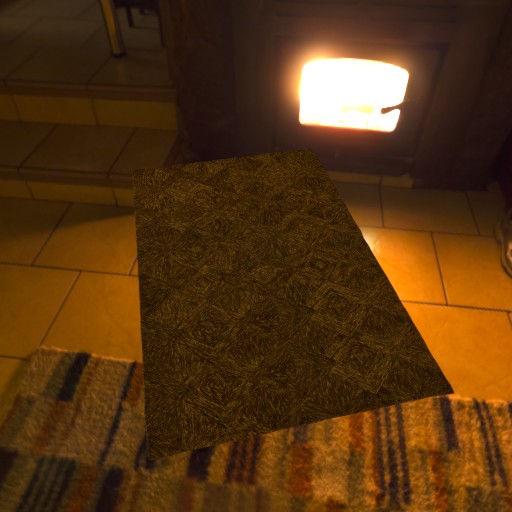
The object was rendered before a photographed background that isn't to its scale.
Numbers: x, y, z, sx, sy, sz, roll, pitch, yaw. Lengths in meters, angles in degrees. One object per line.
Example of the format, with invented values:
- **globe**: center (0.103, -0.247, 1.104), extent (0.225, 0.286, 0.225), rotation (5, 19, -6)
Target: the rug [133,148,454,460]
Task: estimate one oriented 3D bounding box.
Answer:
- **rug**: center (0.000, 0.000, 2.258), extent (1.189, 0.011, 1.808), rotation (-9, 46, -9)
